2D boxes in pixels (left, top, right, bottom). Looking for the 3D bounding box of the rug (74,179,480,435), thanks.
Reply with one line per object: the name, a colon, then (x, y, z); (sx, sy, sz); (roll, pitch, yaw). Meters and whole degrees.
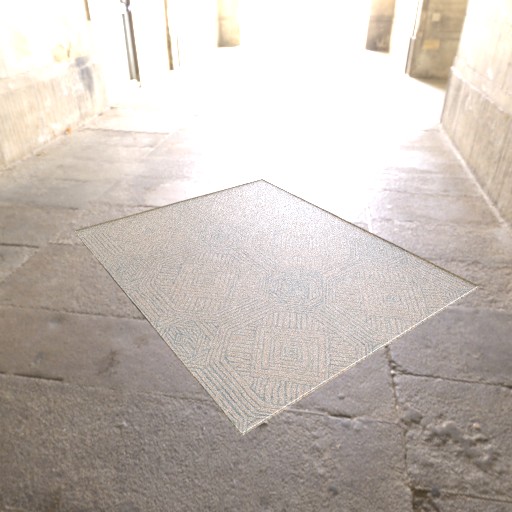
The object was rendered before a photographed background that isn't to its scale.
rug: (0.000, 0.000, 4.170); (2.457, 0.015, 3.049); (-21, 37, -30)
